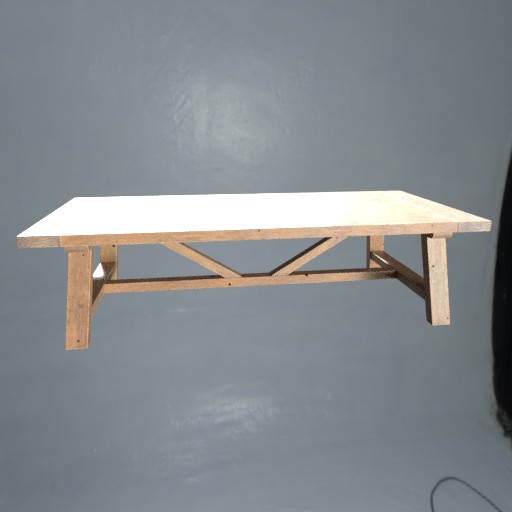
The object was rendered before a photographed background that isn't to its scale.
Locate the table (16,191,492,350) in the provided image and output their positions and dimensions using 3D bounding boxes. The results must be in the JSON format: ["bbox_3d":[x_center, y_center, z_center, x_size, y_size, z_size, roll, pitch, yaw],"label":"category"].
[{"bbox_3d":[0.000,0.000,2.118,1.800,0.465,0.820,-2,17,-8],"label":"table"}]
